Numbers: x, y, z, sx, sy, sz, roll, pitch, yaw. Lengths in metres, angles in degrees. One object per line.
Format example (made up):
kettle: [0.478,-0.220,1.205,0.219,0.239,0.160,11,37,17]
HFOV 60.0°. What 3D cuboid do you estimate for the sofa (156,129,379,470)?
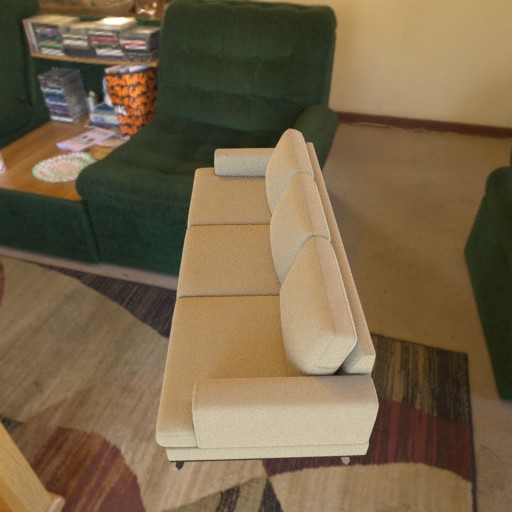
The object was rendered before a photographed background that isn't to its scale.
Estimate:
sofa: [0.000,0.000,2.717,0.920,0.810,2.310,-1,39,-1]
